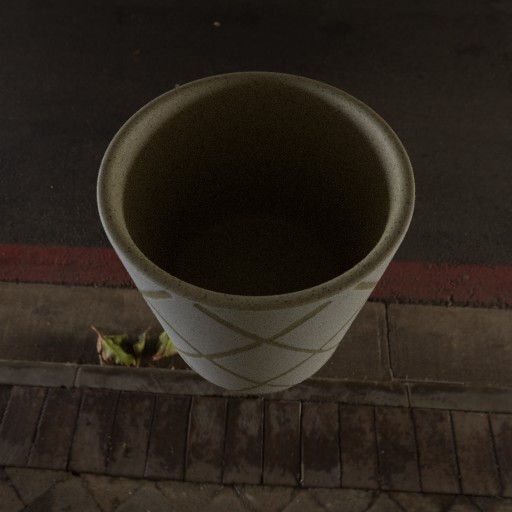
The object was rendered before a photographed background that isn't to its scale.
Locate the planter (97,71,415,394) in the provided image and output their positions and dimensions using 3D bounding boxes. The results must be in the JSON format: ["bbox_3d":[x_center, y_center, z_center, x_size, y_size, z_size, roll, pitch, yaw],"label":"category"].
[{"bbox_3d":[0.000,0.000,0.352,0.191,0.199,0.191,0,58,0],"label":"planter"}]
